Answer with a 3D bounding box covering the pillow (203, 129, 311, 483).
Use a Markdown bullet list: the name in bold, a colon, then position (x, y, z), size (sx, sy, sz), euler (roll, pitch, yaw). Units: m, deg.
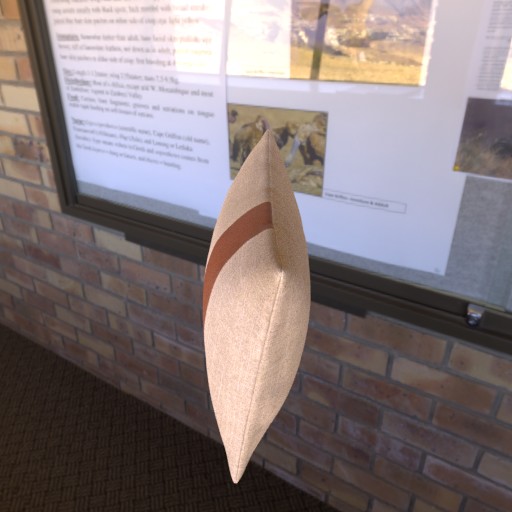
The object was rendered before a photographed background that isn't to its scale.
- **pillow**: position (0.000, 0.000, 0.712), size (0.155, 0.282, 0.612), euler (0, 27, 0)
